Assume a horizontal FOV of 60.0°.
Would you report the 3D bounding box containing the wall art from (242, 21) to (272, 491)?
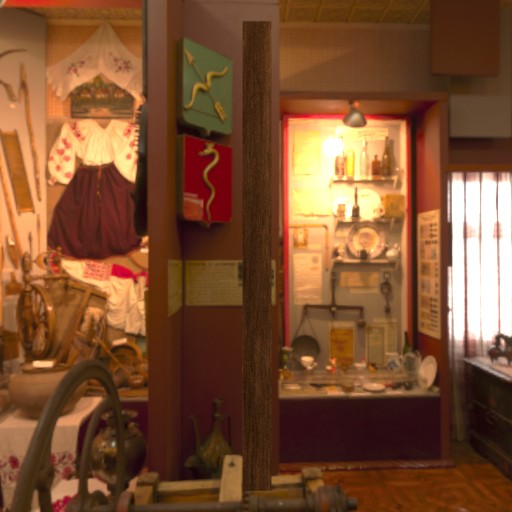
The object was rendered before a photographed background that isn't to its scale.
[{"bbox_3d":[0.000,0.000,1.339,0.063,1.016,0.762,0,0,0],"label":"wall art"}]
